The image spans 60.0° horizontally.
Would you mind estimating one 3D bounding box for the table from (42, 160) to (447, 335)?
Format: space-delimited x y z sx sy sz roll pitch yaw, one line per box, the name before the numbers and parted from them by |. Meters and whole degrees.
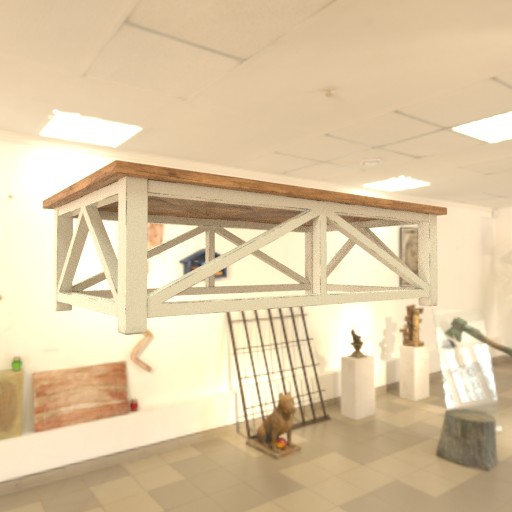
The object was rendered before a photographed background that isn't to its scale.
table | 0.000 0.000 1.754 1.400 0.410 0.800 1 -2 -37
